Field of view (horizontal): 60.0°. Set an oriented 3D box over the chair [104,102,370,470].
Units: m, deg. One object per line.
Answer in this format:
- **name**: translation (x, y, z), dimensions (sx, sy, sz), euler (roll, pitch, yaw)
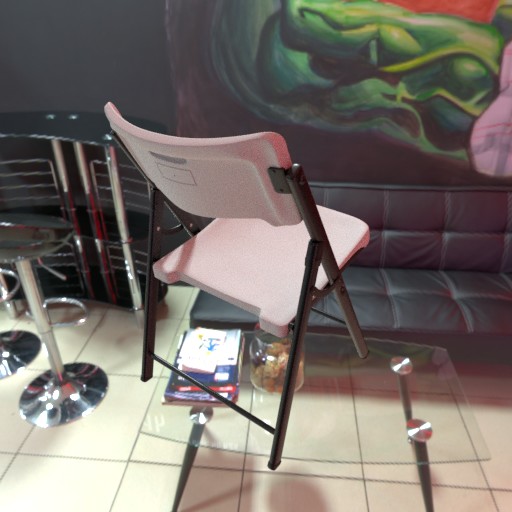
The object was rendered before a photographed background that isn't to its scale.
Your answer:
- **chair**: translation (0.000, 0.000, 1.118), dimensions (0.482, 0.765, 0.577), euler (21, 35, 32)
